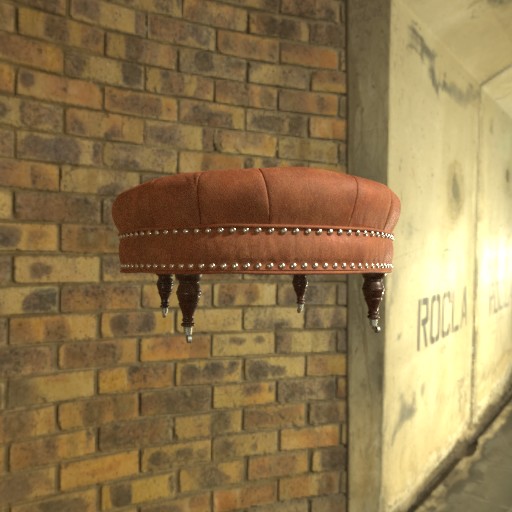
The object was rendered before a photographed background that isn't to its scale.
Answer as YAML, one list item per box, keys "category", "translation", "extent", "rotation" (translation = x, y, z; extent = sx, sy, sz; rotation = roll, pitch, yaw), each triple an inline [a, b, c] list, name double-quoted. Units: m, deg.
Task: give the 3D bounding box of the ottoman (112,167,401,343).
- category: "ottoman"
  translation: [0.000, 0.000, 1.437]
  extent: [0.901, 0.444, 0.901]
  rotation: [0, -1, 0]
